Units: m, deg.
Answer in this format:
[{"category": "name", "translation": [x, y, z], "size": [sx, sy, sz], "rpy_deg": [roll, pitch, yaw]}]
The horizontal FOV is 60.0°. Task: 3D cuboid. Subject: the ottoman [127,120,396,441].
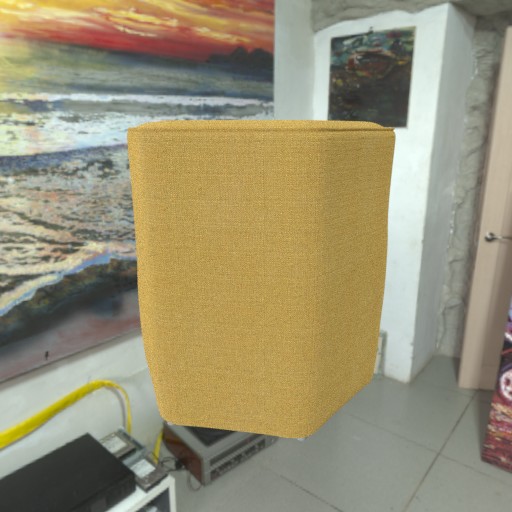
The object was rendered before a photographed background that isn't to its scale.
[{"category": "ottoman", "translation": [0.000, 0.000, 0.866], "size": [0.494, 0.502, 0.443], "rpy_deg": [3, 16, 10]}]
